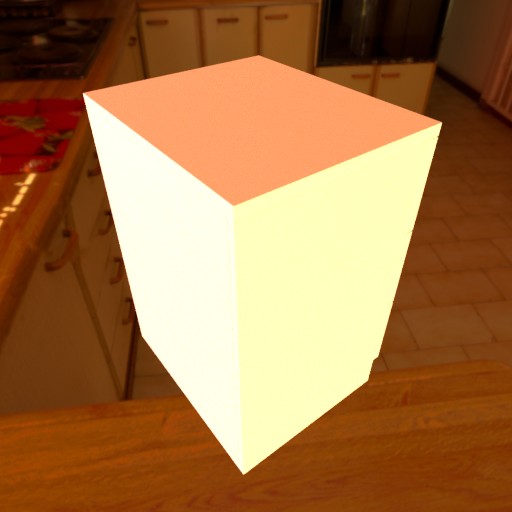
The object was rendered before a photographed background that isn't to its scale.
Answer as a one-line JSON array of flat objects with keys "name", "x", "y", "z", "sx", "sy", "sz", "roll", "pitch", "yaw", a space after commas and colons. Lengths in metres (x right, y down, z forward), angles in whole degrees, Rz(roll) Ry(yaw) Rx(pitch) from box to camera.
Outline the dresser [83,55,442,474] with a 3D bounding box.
[{"name": "dresser", "x": 0.000, "y": 0.000, "z": 0.814, "sx": 0.360, "sy": 0.560, "sz": 0.400, "roll": -26, "pitch": 46, "yaw": -28}]
